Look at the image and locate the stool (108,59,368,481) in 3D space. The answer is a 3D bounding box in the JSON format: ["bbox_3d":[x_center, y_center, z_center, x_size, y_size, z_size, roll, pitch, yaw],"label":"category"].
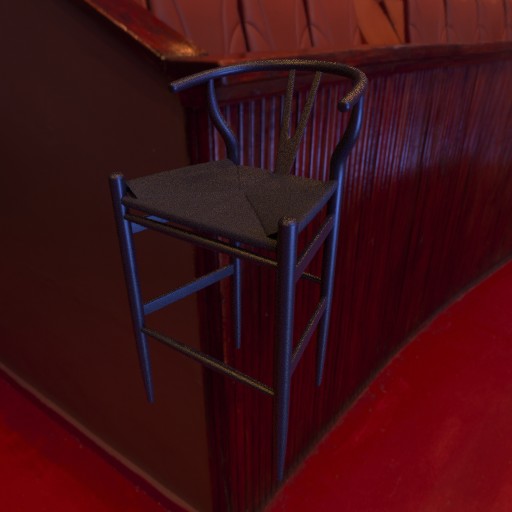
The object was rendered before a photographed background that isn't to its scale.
[{"bbox_3d":[0.000,0.000,1.365,0.569,1.072,0.579,18,33,30],"label":"stool"}]
